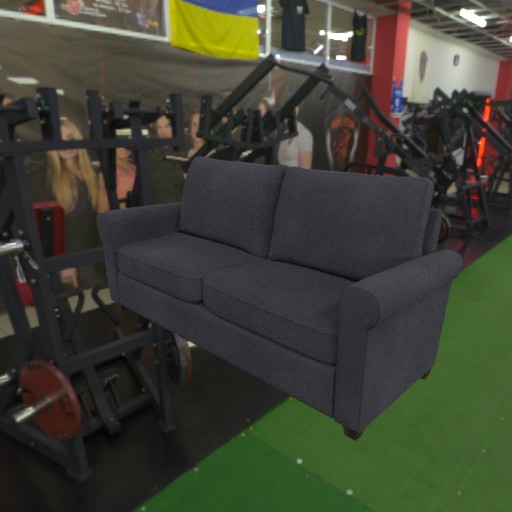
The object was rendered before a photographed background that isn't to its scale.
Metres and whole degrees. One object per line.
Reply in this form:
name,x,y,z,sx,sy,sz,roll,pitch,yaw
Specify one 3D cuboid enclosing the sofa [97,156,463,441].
sofa,0.000,0.000,2.412,1.935,0.942,0.842,16,23,41
